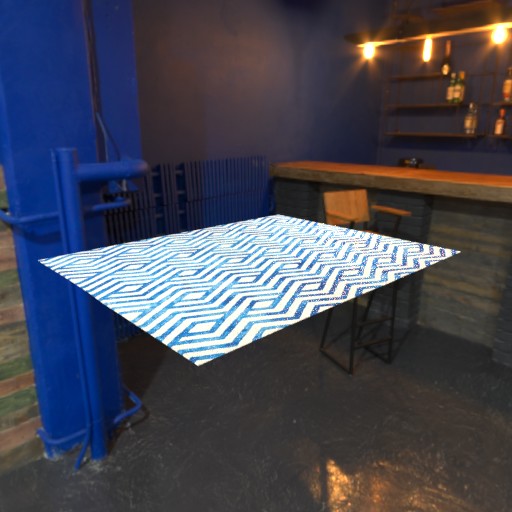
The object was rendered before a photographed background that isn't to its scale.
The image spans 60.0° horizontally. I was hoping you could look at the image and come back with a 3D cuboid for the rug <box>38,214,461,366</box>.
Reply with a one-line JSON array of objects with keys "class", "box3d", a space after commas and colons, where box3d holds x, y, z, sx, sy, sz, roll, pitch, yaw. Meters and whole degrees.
[{"class": "rug", "box3d": [0.000, 0.000, 4.099, 3.059, 0.008, 2.453, -15, 22, -41]}]
